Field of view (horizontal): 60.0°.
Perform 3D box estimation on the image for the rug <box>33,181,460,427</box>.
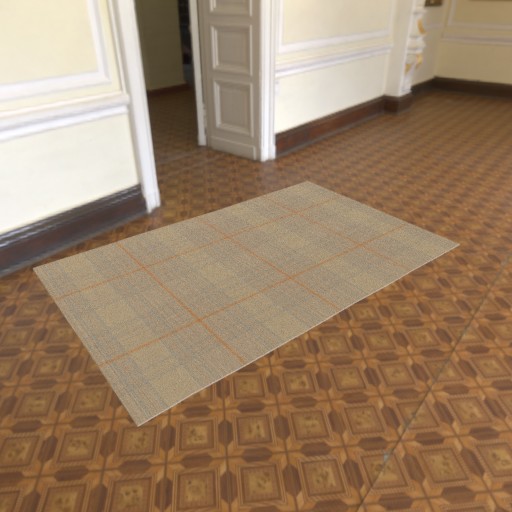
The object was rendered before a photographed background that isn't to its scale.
[{"bbox_3d":[0.000,0.000,2.972,2.442,0.016,1.527,-22,37,-32],"label":"rug"}]
